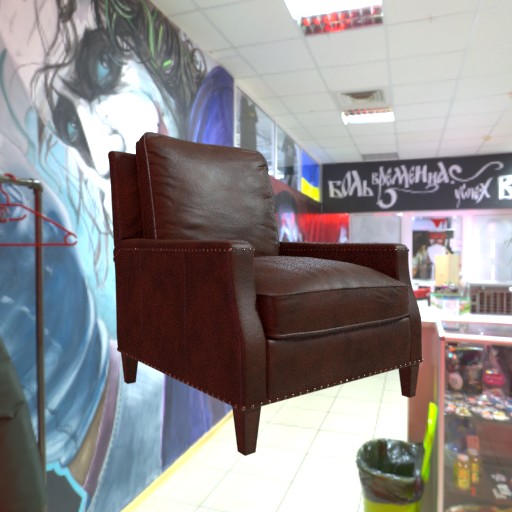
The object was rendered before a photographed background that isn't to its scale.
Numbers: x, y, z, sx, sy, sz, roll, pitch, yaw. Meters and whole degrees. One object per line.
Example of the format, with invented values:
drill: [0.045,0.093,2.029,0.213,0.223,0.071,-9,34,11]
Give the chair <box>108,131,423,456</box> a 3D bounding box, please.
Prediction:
chair: [0.000,0.000,1.789,0.854,1.054,1.035,0,1,-38]
